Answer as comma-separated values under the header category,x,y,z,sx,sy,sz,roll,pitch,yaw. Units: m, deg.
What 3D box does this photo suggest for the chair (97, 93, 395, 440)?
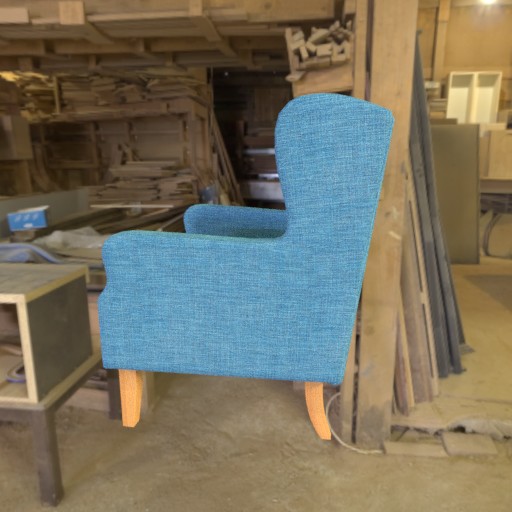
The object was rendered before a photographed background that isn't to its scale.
category,x,y,z,sx,sy,sz,roll,pitch,yaw
chair,0.000,0.000,1.487,0.775,0.952,0.711,2,13,10
